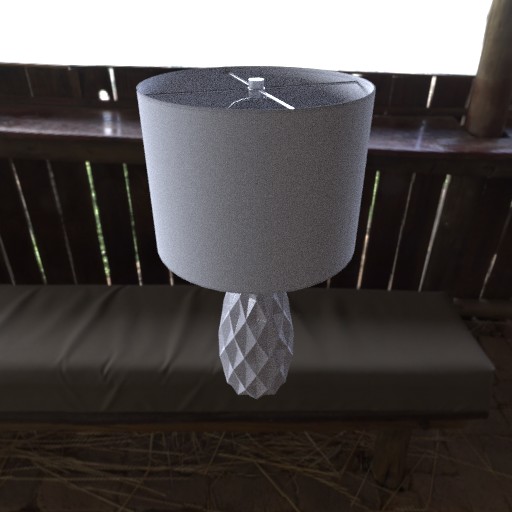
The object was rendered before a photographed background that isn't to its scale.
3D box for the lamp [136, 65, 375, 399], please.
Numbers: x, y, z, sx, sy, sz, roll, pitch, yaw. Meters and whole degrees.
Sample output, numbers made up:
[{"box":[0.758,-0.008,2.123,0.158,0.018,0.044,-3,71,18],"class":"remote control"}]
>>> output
[{"box":[0.000,0.000,0.696,0.297,0.522,0.297,0,31,0],"class":"lamp"}]
